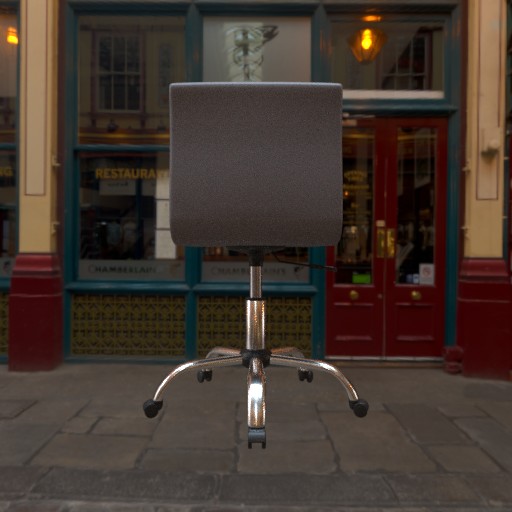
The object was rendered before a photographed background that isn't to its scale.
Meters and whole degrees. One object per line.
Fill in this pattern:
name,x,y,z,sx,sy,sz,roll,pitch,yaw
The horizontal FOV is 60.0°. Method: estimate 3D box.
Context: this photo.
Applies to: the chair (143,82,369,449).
chair,0.000,0.000,1.144,0.556,0.780,0.530,0,-1,0
